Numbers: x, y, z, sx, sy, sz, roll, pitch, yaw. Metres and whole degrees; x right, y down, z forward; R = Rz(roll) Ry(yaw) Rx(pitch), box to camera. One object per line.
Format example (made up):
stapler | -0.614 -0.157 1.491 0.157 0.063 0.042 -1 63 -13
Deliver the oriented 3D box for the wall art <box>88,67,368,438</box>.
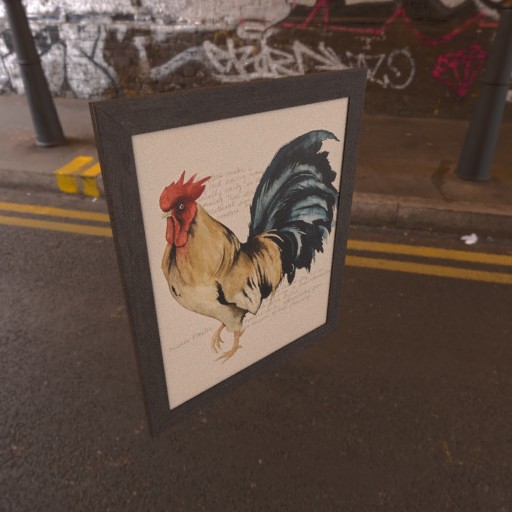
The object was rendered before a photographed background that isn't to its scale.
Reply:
wall art | 0.000 0.000 0.770 0.476 0.570 0.013 -22 37 -32
